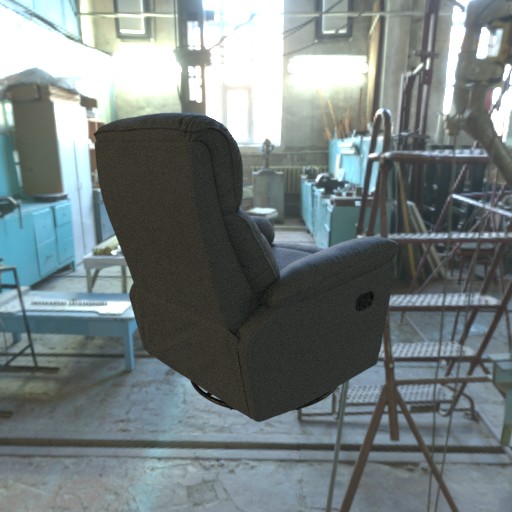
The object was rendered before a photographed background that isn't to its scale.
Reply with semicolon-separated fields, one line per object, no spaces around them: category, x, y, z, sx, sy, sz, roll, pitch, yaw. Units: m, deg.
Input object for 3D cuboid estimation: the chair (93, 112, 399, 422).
chair;0.000;0.000;1.748;1.004;1.037;0.820;-13;20;-42
